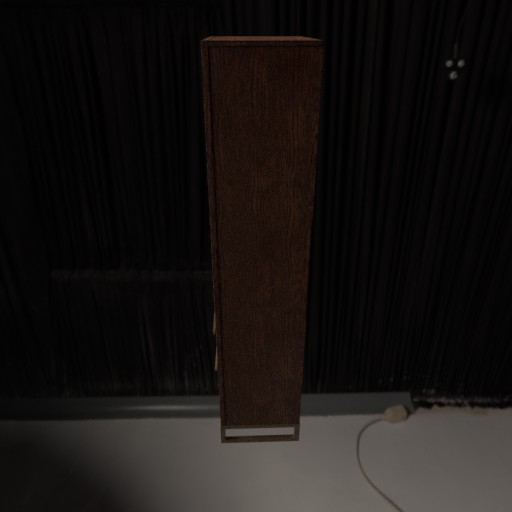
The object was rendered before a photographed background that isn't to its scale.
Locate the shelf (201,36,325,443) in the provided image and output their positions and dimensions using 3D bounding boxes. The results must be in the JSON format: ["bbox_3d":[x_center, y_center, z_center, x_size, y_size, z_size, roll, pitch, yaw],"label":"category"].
[{"bbox_3d":[0.000,0.000,1.962,0.395,1.732,0.539,-1,28,-2],"label":"shelf"}]
